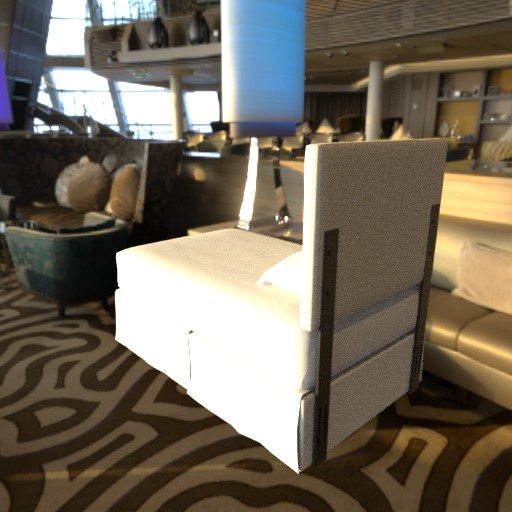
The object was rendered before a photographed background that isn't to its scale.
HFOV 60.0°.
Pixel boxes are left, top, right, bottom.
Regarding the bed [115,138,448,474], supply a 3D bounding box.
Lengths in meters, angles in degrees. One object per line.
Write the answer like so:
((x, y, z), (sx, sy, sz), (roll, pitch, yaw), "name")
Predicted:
((0.000, 0.000, 3.018), (1.261, 1.571, 1.997), (-15, 22, -40), "bed")
